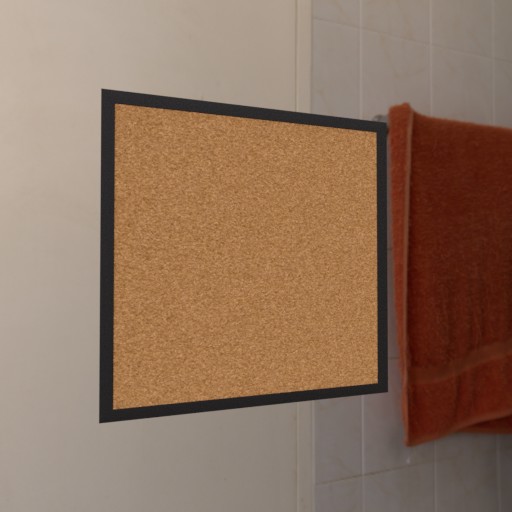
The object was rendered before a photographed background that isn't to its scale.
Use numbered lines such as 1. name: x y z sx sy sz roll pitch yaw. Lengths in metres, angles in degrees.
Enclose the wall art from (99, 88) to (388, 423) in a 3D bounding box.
1. wall art: 0.000 0.000 0.763 0.506 0.503 0.036 0 -1 -19
